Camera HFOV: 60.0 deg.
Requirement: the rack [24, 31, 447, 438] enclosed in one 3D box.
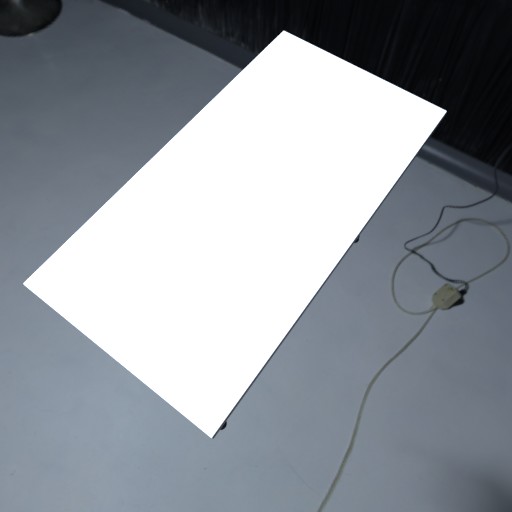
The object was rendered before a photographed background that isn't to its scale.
[{"bbox_3d":[0.000,0.000,1.641,0.613,0.880,1.159,34,69,15],"label":"rack"}]
